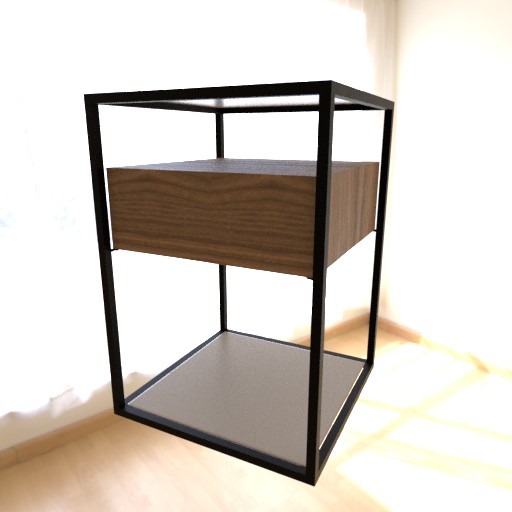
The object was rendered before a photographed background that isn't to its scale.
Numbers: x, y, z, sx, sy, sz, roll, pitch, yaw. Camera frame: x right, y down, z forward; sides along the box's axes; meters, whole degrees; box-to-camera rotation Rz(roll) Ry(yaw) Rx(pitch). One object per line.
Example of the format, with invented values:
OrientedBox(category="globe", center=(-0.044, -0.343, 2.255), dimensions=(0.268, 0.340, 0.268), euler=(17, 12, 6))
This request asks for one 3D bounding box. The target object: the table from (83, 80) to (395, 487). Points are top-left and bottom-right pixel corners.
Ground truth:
OrientedBox(category="table", center=(0.000, 0.000, 0.802), dimensions=(0.378, 0.540, 0.378), euler=(8, 17, 26))
